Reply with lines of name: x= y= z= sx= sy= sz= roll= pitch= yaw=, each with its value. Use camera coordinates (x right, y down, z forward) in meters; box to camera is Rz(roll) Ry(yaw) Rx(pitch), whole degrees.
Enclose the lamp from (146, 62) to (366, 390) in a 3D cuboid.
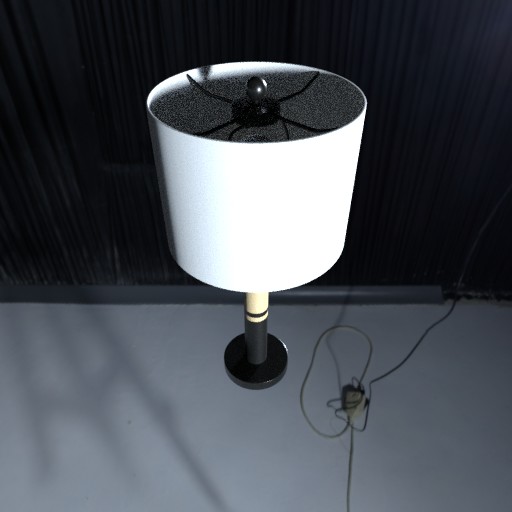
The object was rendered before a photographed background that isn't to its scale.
lamp: x=0.000 y=0.000 z=0.812 sx=0.305 sy=0.640 sz=0.305 roll=0 pitch=40 yaw=0
